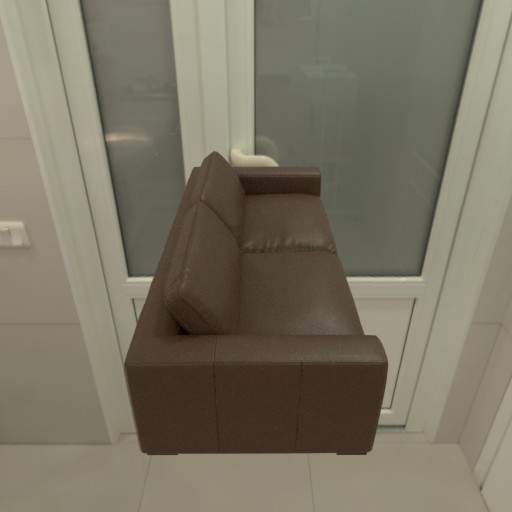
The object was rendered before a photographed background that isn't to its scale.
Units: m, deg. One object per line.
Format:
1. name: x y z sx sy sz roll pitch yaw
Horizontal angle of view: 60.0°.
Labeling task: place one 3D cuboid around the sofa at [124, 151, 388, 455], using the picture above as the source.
1. sofa: 0.000 0.000 2.758 1.070 0.801 2.262 0 31 0
